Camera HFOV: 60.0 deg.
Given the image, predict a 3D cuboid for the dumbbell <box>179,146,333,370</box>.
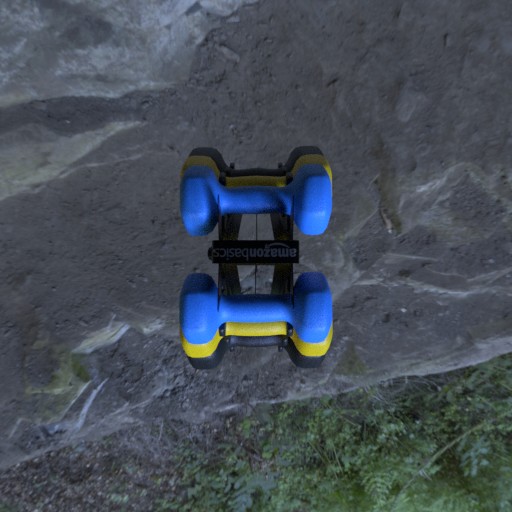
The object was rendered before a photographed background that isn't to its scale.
[{"bbox_3d":[0.000,0.000,0.682,0.255,0.426,0.409,0,89,0],"label":"dumbbell"}]
